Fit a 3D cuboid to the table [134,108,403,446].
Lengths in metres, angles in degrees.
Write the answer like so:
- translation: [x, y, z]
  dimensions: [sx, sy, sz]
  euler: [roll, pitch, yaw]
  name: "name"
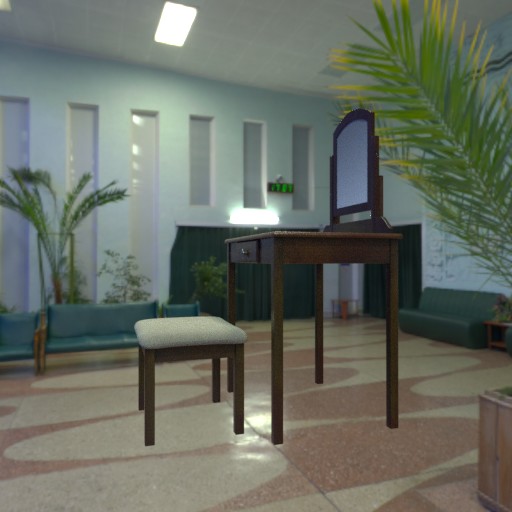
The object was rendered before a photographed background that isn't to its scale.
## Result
- translation: [0.000, 0.000, 2.315]
  dimensions: [1.211, 1.631, 0.876]
  euler: [0, 0, -18]
  name: "table"
